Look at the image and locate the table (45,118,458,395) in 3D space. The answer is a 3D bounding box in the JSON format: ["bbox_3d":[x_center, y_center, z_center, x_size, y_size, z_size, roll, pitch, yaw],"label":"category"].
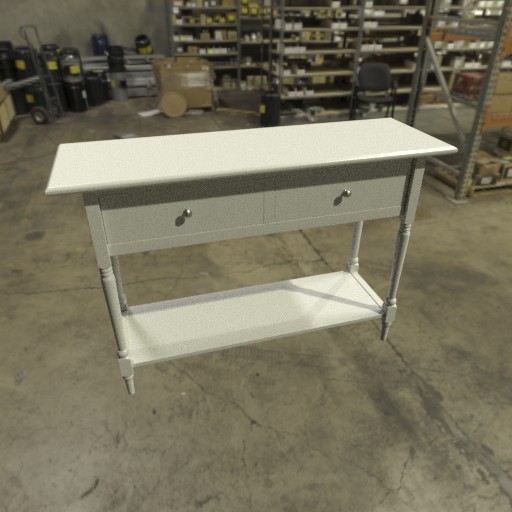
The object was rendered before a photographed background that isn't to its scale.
[{"bbox_3d":[0.000,0.000,1.598,1.197,0.808,0.384,-9,32,-14],"label":"table"}]
